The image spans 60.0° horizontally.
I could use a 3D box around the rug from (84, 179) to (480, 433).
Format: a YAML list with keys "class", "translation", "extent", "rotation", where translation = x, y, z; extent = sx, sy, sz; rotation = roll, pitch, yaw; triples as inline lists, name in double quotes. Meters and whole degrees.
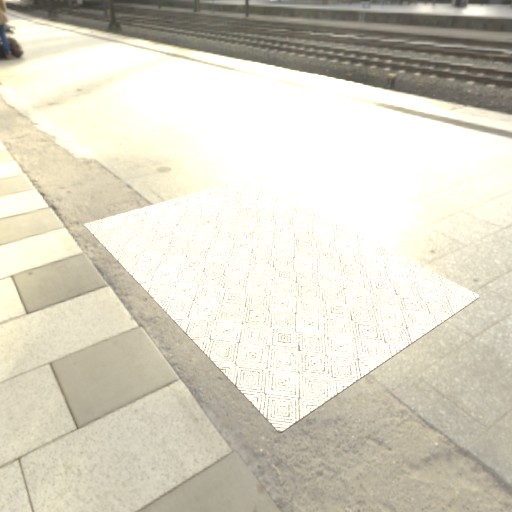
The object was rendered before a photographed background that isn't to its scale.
- class: "rug"
  translation: [0.000, 0.000, 2.291]
  extent: [1.175, 0.008, 1.783]
  rotation: [-22, 37, -31]
